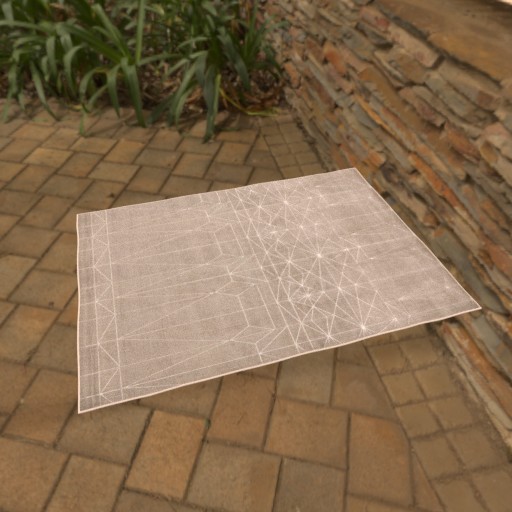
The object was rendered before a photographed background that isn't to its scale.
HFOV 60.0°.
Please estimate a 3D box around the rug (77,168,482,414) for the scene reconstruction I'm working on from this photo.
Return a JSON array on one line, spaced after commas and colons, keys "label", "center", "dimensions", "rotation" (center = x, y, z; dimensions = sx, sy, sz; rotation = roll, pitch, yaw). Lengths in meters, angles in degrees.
[{"label": "rug", "center": [0.000, 0.000, 4.338], "dimensions": [3.357, 0.019, 2.449], "rotation": [-12, 43, -13]}]
